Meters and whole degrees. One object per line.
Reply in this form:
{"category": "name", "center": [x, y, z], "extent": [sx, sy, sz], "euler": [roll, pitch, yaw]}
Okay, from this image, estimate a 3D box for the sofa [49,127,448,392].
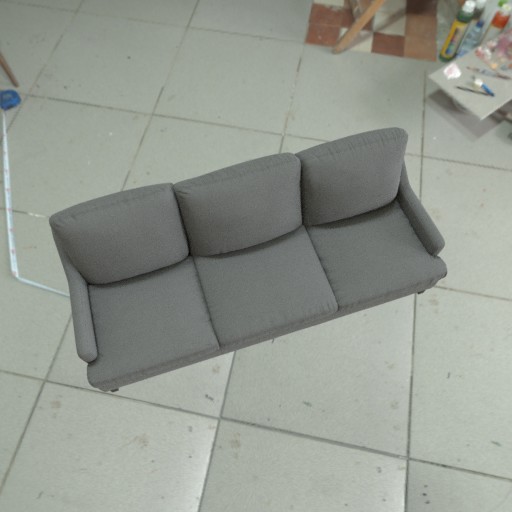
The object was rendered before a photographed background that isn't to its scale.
{"category": "sofa", "center": [0.000, 0.000, 2.859], "extent": [2.344, 0.926, 0.987], "euler": [-16, 65, -8]}
